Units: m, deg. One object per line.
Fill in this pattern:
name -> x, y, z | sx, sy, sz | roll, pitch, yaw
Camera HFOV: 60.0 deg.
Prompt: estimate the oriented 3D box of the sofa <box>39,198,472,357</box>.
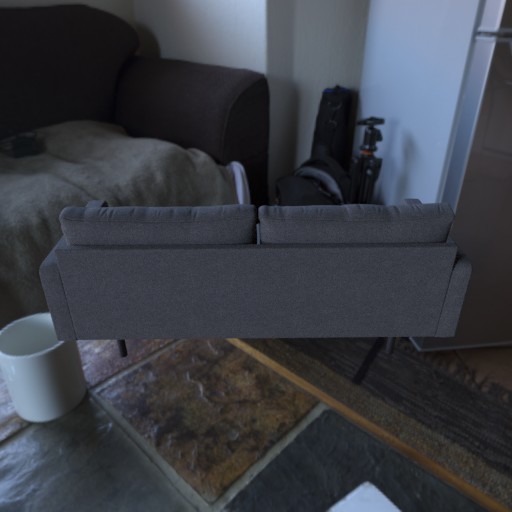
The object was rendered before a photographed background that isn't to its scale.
sofa -> 0.000, 0.000, 2.589 | 2.100, 0.880, 0.880 | 0, 30, -1
